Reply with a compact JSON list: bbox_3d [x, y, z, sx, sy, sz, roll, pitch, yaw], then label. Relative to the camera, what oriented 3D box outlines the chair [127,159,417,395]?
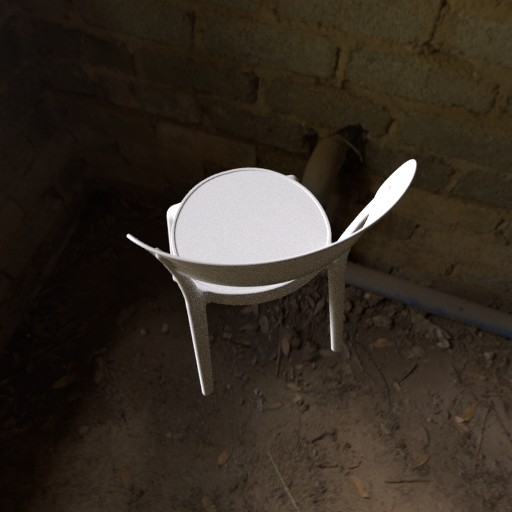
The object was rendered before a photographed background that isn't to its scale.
[{"bbox_3d":[0.000,0.000,1.119,0.506,0.790,0.491,-16,60,-9],"label":"chair"}]
